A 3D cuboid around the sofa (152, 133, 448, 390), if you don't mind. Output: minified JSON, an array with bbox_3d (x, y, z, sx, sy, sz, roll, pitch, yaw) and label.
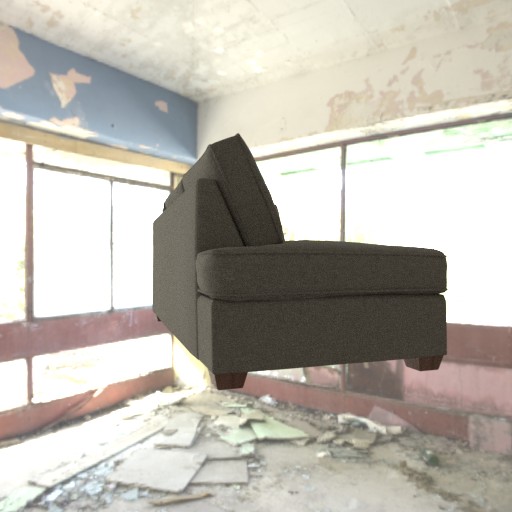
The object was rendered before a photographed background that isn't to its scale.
[{"bbox_3d":[0.000,0.000,2.810,1.110,1.033,2.237,0,-1,-18],"label":"sofa"}]
